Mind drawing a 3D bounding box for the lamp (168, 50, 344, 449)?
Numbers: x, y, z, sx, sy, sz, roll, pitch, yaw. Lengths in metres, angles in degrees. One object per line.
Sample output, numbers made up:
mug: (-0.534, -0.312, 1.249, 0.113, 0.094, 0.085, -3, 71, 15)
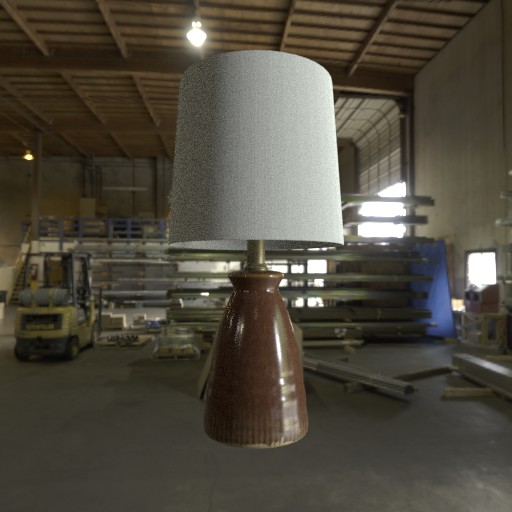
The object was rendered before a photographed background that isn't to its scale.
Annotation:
lamp: (0.000, 0.000, 0.478, 0.186, 0.369, 0.186, 0, -2, 0)
